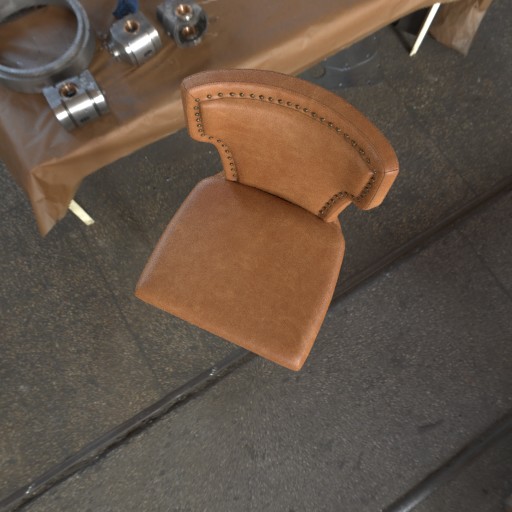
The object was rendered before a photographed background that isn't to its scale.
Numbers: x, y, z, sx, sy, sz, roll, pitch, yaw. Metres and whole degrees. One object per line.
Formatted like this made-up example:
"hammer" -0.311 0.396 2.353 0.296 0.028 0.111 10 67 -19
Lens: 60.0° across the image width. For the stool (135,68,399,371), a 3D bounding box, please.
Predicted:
"stool" 0.000 0.000 1.419 0.526 1.092 0.563 24 76 6
